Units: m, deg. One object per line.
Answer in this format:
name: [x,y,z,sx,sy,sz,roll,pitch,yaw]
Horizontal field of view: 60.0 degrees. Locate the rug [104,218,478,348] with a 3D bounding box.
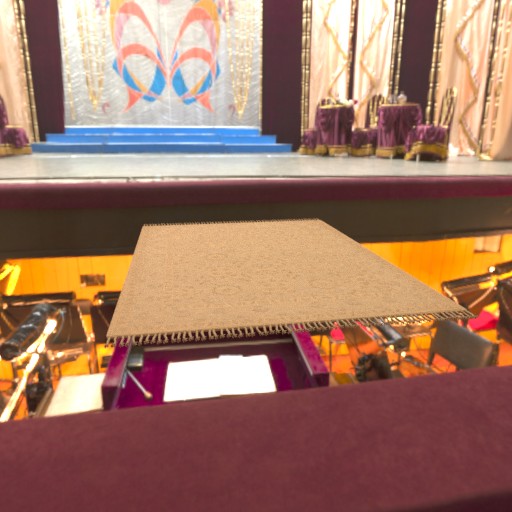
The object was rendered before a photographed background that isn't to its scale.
rug: [0.000,0.000,2.240,1.223,0.015,1.771,-3,16,-10]
